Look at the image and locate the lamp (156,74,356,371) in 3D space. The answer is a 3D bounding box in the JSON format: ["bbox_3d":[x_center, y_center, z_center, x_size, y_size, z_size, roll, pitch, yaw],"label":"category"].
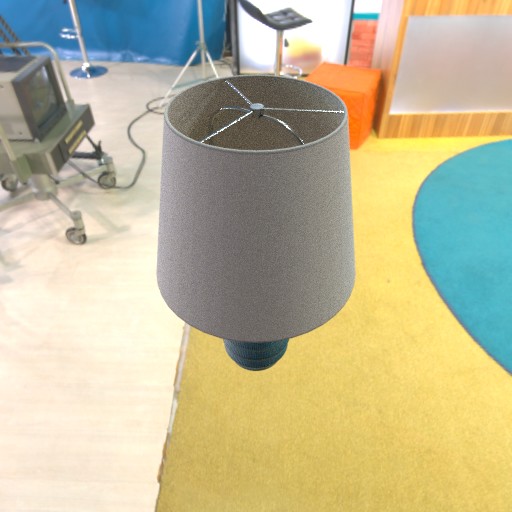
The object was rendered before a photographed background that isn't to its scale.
[{"bbox_3d":[0.000,0.000,0.566,0.254,0.392,0.254,0,42,0],"label":"lamp"}]
